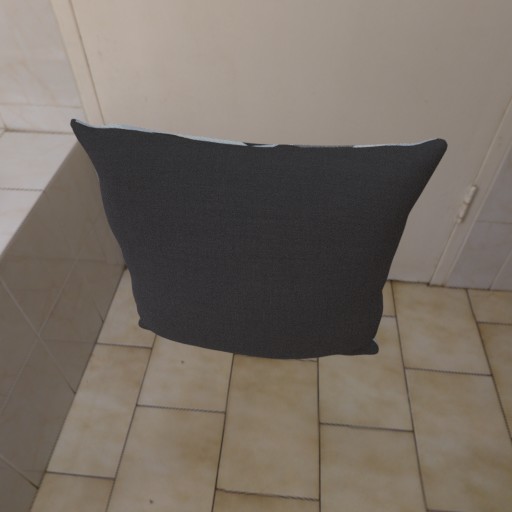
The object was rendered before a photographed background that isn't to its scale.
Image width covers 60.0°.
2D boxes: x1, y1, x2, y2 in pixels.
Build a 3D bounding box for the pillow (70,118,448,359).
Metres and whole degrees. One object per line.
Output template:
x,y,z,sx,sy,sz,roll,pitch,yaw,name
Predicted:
0.000,0.000,0.749,0.503,0.496,0.208,5,47,5,pillow
